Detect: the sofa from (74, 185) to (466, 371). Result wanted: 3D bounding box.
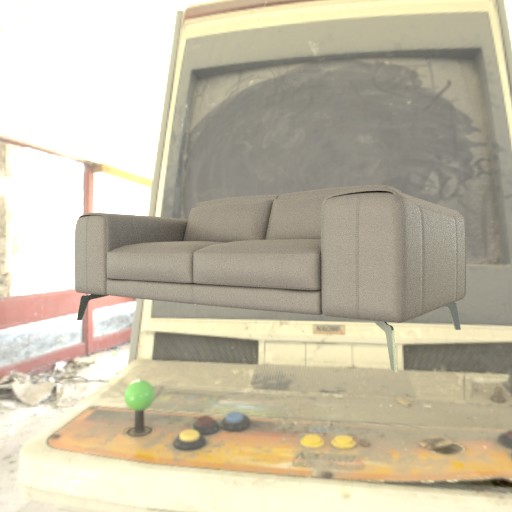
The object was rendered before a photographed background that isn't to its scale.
[{"bbox_3d":[0.000,0.000,2.423,1.930,0.753,1.024,0,1,36],"label":"sofa"}]
